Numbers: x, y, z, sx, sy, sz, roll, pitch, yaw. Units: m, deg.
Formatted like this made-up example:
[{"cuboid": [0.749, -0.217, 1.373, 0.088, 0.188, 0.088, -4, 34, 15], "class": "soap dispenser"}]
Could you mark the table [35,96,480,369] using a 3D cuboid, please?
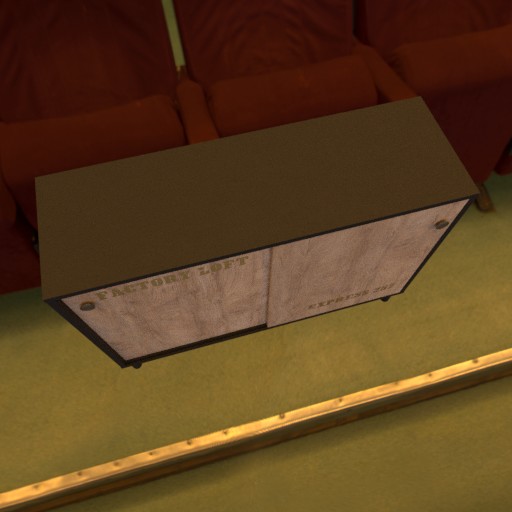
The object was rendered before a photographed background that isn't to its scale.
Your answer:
[{"cuboid": [0.000, 0.000, 1.631, 1.200, 0.855, 0.400, -14, 64, -7], "class": "table"}]
